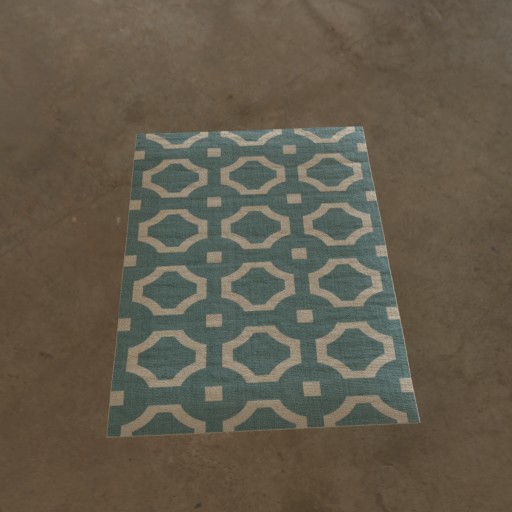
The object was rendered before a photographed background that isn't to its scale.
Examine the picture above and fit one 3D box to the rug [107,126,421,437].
[{"bbox_3d":[0.000,0.000,4.141,2.466,0.021,3.049,-2,64,-1],"label":"rug"}]
